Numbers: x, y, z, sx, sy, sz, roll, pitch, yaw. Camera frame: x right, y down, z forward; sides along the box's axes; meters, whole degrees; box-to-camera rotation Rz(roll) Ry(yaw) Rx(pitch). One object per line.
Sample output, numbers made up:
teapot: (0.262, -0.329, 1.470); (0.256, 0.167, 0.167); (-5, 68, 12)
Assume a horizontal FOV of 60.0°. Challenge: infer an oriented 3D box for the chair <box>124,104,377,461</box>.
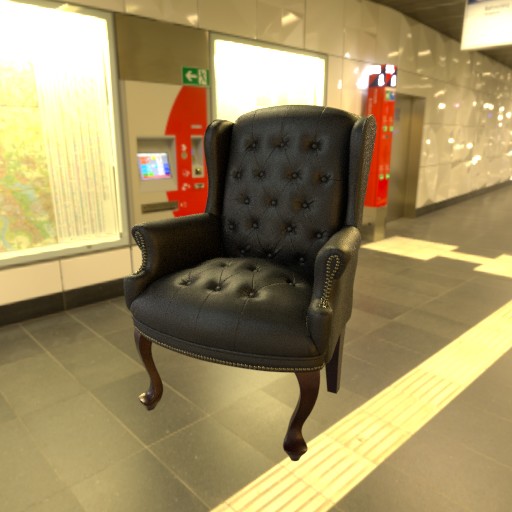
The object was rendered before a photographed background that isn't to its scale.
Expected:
chair: (0.000, 0.000, 1.688); (0.831, 1.133, 0.822); (8, 17, 26)
